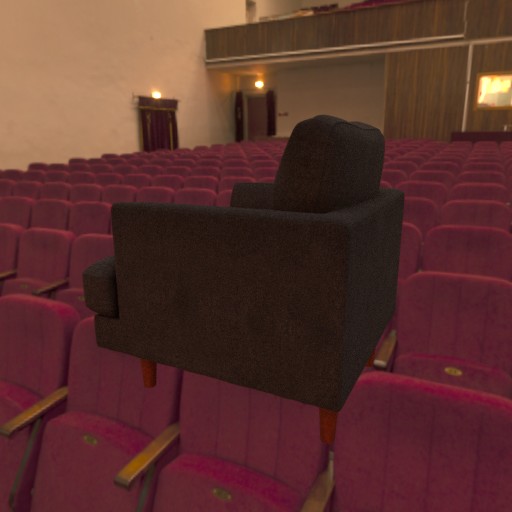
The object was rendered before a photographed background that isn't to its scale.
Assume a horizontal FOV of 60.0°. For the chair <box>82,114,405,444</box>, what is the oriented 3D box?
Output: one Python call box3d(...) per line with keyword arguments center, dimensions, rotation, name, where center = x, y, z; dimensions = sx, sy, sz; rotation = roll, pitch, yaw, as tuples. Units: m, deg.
box3d(center=(0.000, 0.000, 1.630), dimensions=(0.899, 0.957, 0.858), rotation=(7, 16, 26), name="chair")
